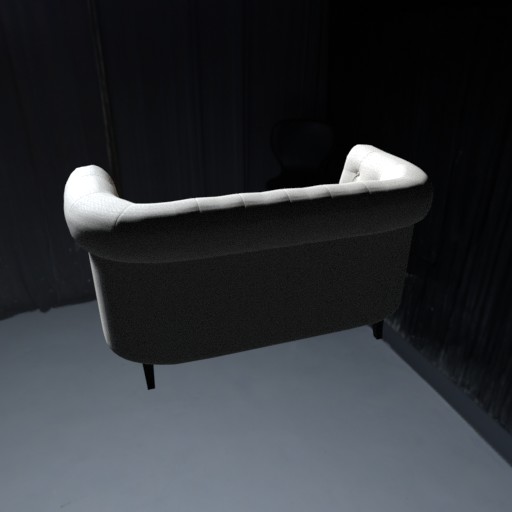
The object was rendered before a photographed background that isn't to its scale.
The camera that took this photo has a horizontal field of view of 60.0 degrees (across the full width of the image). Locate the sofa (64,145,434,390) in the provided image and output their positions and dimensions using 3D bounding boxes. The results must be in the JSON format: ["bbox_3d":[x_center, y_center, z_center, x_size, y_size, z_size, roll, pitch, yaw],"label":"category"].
[{"bbox_3d":[0.000,0.000,2.052,1.558,0.827,0.835,-8,27,-16],"label":"sofa"}]
